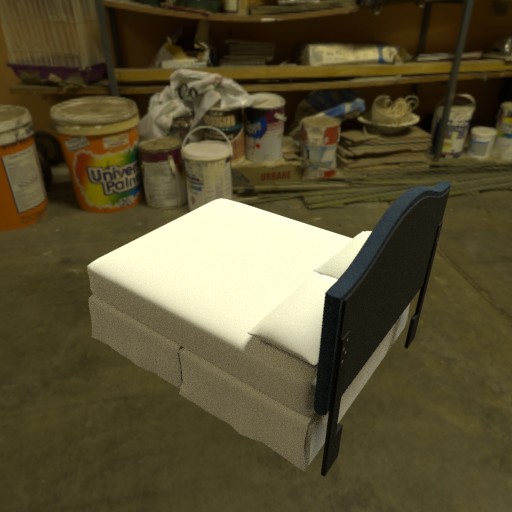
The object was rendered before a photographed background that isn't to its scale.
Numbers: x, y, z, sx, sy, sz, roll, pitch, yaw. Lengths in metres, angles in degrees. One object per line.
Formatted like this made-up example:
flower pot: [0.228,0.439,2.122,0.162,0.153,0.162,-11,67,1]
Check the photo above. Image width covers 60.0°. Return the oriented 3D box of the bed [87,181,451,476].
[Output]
bed: [0.000,0.000,3.291,2.153,1.518,1.713,21,37,31]
